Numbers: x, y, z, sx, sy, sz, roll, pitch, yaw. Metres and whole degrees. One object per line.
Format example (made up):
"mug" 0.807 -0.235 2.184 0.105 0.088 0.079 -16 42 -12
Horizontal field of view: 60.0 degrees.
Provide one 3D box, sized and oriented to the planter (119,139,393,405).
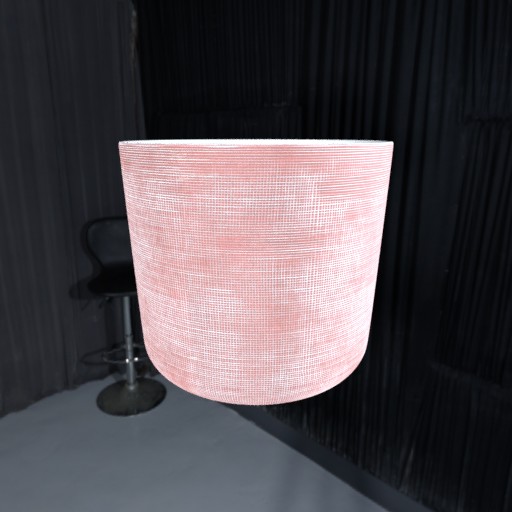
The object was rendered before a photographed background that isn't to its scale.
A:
"planter" 0.000 0.000 0.793 0.440 0.398 0.440 0 15 0
